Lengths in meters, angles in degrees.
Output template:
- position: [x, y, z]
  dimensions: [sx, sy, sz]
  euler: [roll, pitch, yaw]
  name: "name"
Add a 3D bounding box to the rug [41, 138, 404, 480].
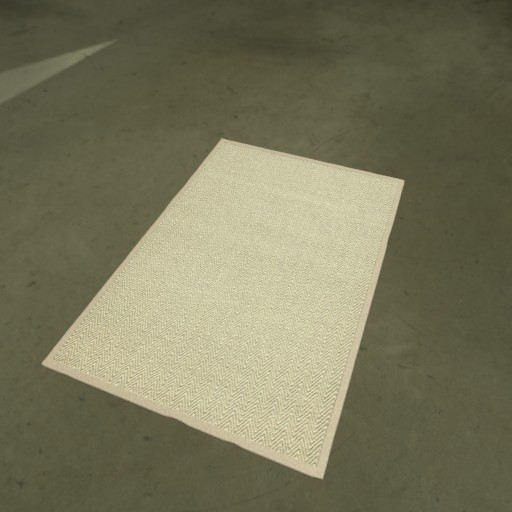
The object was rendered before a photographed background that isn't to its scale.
- position: [0.000, 0.000, 2.861]
  dimensions: [1.540, 0.021, 2.290]
  euler: [16, 50, 14]
  name: "rug"
